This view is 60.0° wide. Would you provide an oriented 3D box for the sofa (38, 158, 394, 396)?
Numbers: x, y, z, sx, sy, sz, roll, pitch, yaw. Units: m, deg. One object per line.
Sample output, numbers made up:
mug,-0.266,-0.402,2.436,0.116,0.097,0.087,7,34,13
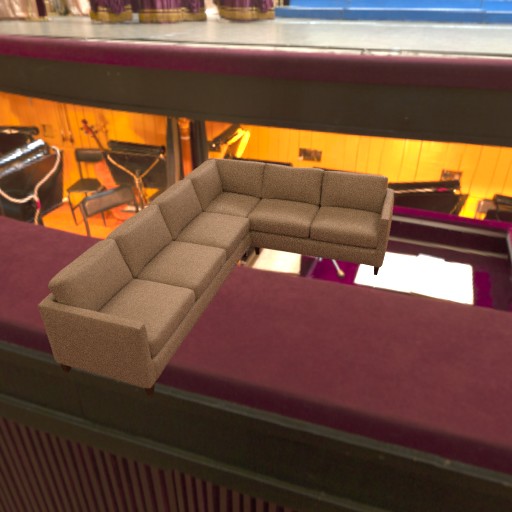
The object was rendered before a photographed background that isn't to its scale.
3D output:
sofa,0.000,0.000,4.528,2.522,0.934,3.333,10,32,16
